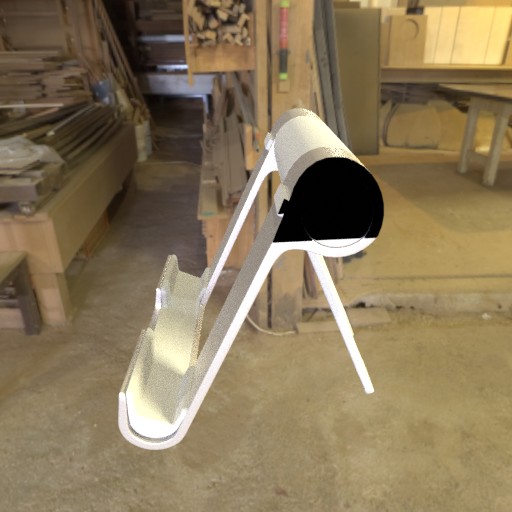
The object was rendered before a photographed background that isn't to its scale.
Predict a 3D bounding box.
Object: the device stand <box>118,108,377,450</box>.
[{"bbox_3d":[0.000,0.000,0.149,0.079,0.084,0.086,-1,26,-1],"label":"device stand"}]
